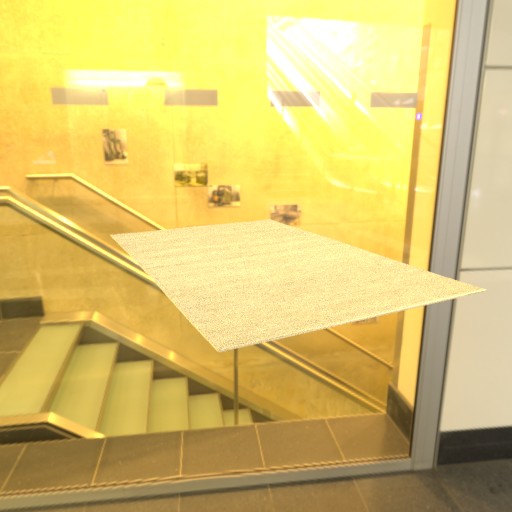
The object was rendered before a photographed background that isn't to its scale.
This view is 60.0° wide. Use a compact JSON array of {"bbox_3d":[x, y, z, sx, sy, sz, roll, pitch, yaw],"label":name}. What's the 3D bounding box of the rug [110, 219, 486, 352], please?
[{"bbox_3d":[0.000,0.000,2.322,1.179,0.022,1.820,-7,17,-26],"label":"rug"}]
